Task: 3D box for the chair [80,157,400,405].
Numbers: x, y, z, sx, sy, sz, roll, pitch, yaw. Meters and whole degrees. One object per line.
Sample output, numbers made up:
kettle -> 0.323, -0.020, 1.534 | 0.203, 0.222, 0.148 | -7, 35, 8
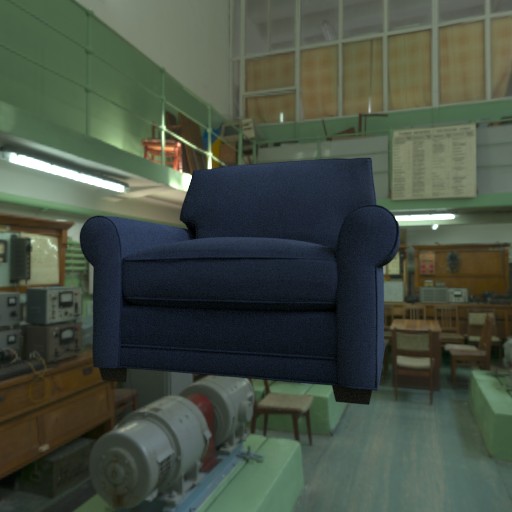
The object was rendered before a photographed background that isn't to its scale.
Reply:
chair -> 0.000, 0.000, 2.077 | 1.285, 1.044, 0.963 | 0, -1, 18
